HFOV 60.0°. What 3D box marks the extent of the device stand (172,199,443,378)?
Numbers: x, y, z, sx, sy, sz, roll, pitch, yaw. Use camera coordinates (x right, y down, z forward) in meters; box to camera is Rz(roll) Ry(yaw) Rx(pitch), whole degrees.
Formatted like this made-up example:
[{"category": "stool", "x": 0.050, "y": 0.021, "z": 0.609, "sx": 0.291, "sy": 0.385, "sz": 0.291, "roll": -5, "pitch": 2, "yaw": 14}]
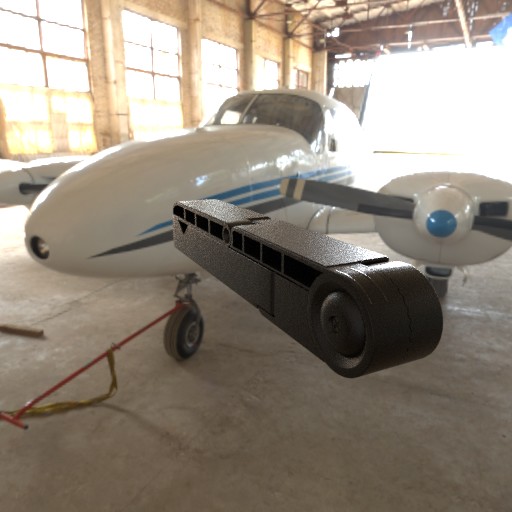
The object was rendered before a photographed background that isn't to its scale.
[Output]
[{"category": "device stand", "x": 0.000, "y": 0.000, "z": 0.192, "sx": 0.026, "sy": 0.030, "sz": 0.179, "roll": -7, "pitch": 17, "yaw": -25}]
